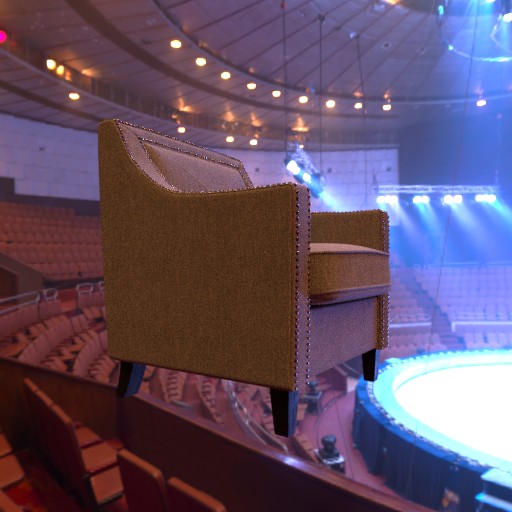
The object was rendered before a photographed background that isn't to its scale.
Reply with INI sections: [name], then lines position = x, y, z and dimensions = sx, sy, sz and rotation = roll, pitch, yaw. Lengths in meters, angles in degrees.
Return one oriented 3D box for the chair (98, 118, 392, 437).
[chair]
position = 0.000, 0.000, 1.642
dimensions = 0.884, 0.967, 0.776
rotation = -1, -1, 34
